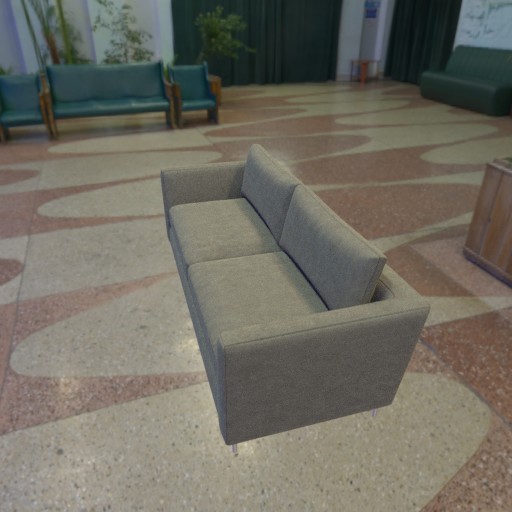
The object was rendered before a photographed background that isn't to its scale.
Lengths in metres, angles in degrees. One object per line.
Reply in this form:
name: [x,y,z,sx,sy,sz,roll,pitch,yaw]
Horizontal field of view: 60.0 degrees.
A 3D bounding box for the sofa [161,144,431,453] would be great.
sofa: [0.000,0.000,2.666,0.889,0.864,2.121,-8,30,-14]
